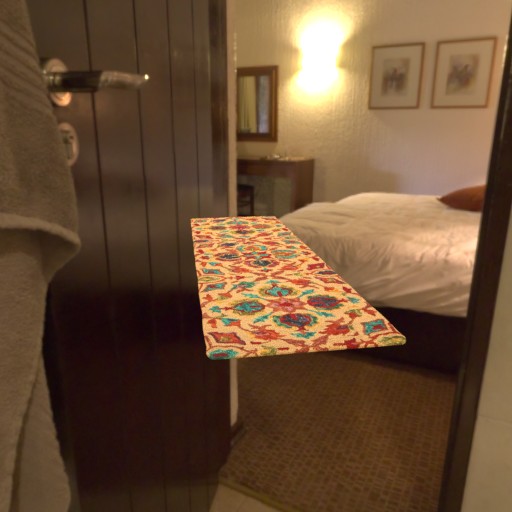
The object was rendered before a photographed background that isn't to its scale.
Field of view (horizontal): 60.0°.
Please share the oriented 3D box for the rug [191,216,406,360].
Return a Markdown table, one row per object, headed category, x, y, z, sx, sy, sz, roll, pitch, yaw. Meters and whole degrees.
| category | x | y | z | sx | sy | sz | roll | pitch | yaw |
| --- | --- | --- | --- | --- | --- | --- | --- | --- | --- |
| rug | 0.000 | 0.000 | 2.533 | 0.693 | 0.016 | 2.273 | -3 | 16 | -9 |
